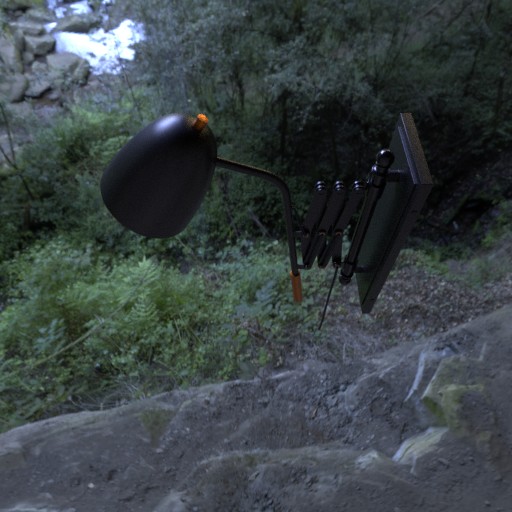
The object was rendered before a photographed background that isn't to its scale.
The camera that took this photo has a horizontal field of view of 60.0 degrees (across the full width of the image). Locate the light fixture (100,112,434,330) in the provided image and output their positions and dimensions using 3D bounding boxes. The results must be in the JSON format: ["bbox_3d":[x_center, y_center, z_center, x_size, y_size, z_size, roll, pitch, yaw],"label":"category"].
[{"bbox_3d":[0.000,0.000,0.912,0.499,0.715,0.162,-1,57,-1],"label":"light fixture"}]
